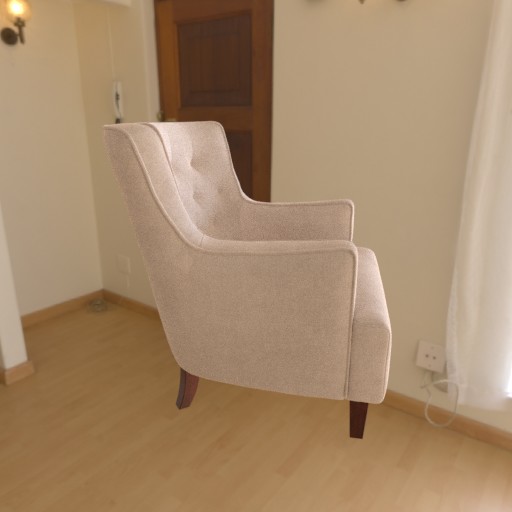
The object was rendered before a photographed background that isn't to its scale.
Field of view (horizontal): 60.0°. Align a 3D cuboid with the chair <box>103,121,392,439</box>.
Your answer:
[{"bbox_3d":[0.000,0.000,1.589,0.910,0.920,0.781,3,18,11],"label":"chair"}]
